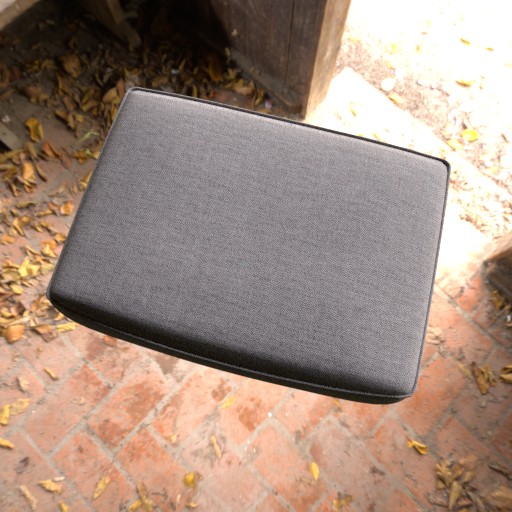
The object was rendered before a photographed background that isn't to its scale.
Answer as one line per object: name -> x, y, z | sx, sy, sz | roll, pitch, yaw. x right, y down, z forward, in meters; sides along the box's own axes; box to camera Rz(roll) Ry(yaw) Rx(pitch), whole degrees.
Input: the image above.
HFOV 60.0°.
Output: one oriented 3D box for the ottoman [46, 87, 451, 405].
ottoman -> 0.000, 0.000, 1.072 | 0.750, 0.458, 0.555 | 14, 76, 4
